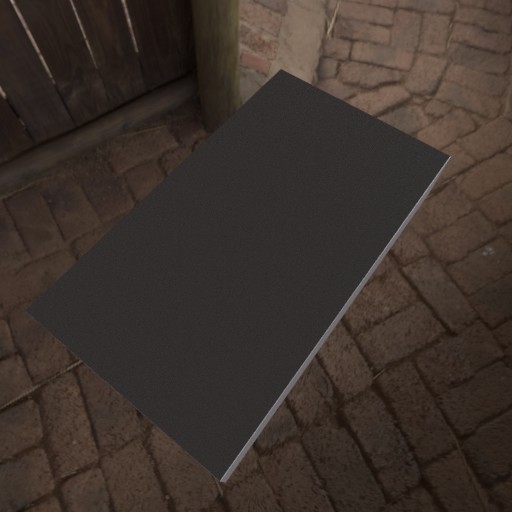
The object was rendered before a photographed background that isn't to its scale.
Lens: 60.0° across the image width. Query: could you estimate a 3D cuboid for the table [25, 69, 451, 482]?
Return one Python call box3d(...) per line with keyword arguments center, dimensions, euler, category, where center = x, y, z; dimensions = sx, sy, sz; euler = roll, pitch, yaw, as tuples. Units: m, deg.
box3d(center=(0.000, 0.000, 1.517), dimensions=(0.703, 0.404, 1.201), euler=(34, 67, 16), category="table")
